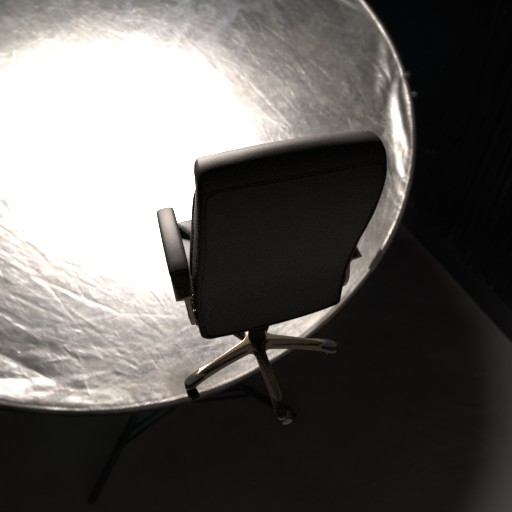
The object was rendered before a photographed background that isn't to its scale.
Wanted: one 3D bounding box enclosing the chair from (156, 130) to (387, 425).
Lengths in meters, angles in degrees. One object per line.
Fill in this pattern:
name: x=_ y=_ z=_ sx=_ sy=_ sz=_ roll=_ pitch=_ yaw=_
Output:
chair: x=0.000 y=0.000 z=1.642 sx=0.694 sy=1.188 sz=0.748 roll=-13 pitch=43 yaw=-14
